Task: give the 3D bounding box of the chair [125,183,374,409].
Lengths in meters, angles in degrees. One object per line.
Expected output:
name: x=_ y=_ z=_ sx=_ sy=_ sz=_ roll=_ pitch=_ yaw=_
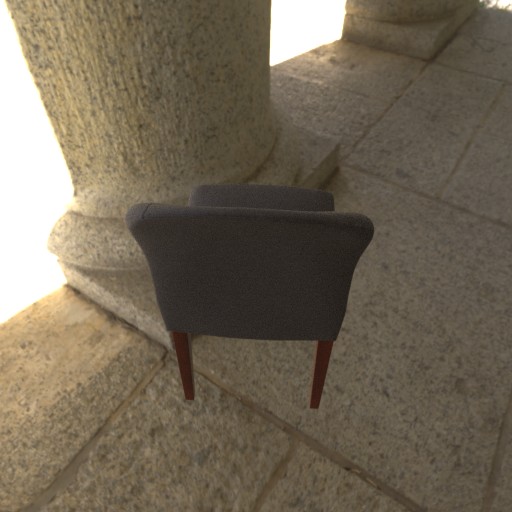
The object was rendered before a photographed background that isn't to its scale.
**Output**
chair: x=0.000 y=0.000 z=1.273 sx=0.506 sy=0.879 sz=0.619 roll=3 pitch=48 yaw=3
